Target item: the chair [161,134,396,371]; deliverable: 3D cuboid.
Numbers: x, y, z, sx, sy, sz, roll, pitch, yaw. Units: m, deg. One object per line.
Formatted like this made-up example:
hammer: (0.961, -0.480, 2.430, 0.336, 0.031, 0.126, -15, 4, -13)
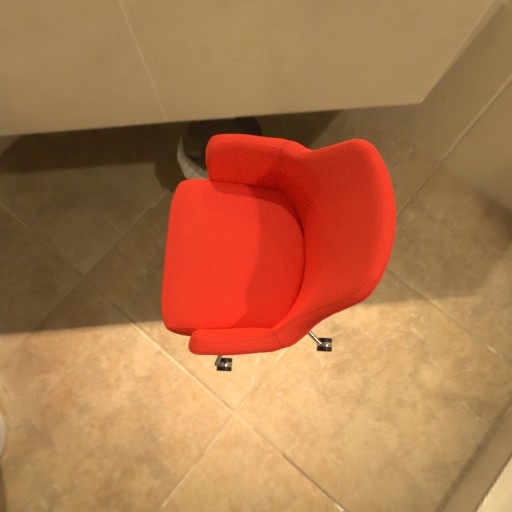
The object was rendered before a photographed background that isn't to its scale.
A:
chair: (0.000, 0.000, 1.279, 0.600, 0.820, 0.655, 3, 76, 1)
